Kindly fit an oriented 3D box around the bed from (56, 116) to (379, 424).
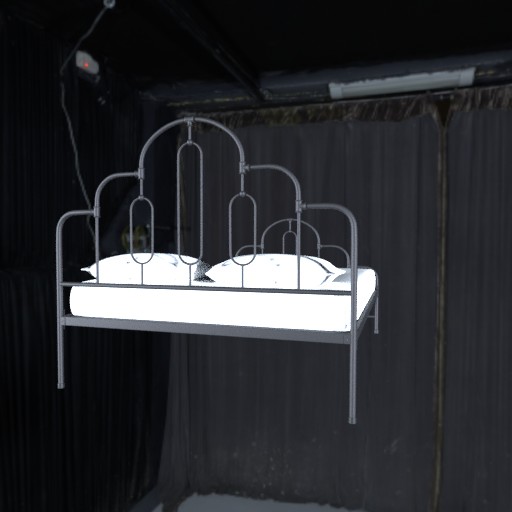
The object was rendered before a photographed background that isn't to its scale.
[{"bbox_3d":[0.000,0.000,3.219,1.640,1.429,2.163,0,1,18],"label":"bed"}]
